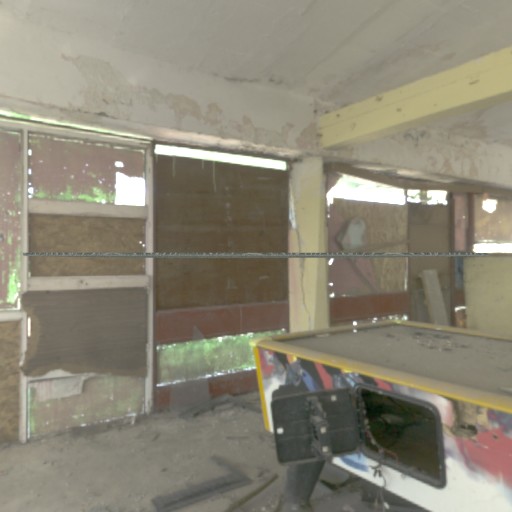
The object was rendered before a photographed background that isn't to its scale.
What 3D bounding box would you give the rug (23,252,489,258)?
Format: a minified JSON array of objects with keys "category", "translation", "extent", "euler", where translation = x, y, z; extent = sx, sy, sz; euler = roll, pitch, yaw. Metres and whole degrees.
[{"category":"rug","translation":[0.000,0.000,4.105],"extent":[3.042,0.021,2.456],"euler":[0,-1,0]}]
